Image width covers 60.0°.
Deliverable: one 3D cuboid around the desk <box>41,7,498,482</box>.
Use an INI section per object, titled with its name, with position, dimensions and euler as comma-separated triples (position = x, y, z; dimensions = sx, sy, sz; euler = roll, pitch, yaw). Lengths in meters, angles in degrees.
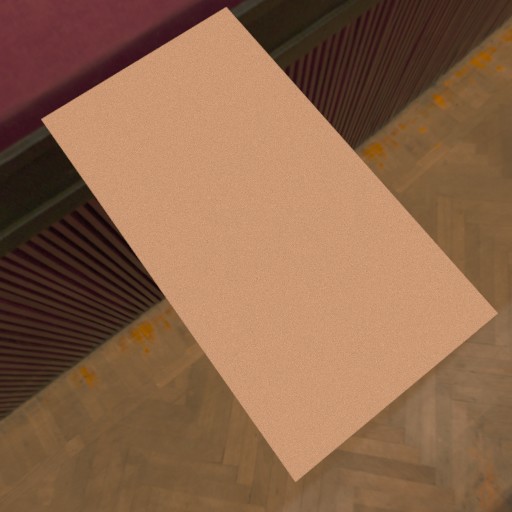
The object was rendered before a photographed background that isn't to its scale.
[desk]
position = 0.000, 0.000, 1.264
dimensions = 0.498, 0.729, 0.900
euler = -36, 78, -9
